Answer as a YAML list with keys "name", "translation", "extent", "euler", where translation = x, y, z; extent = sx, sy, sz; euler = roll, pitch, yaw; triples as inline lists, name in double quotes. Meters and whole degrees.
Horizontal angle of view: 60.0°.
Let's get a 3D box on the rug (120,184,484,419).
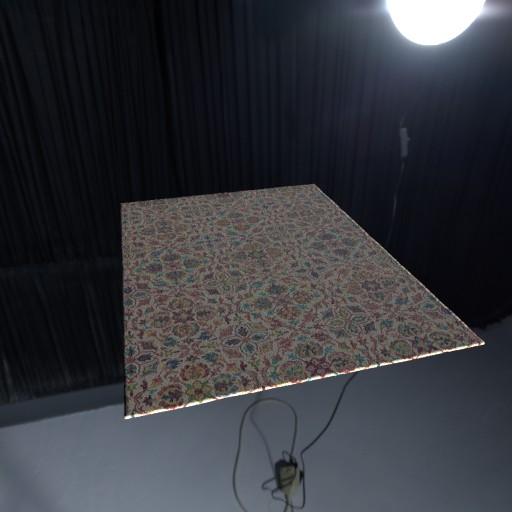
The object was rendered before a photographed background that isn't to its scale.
- name: "rug"
  translation: [0.000, 0.000, 4.159]
  extent: [2.446, 0.020, 3.215]
  euler: [-8, 31, -13]
